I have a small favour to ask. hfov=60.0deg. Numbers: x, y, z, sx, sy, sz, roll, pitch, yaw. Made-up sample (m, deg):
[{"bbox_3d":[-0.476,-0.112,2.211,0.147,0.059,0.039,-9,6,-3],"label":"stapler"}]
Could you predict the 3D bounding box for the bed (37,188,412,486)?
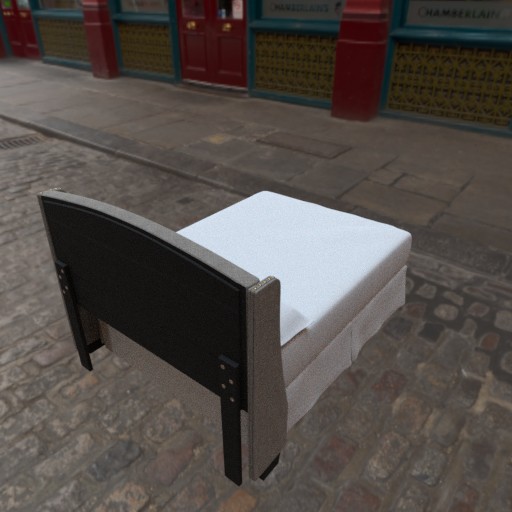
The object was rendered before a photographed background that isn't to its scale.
[{"bbox_3d":[0.000,0.000,3.285,1.710,1.407,2.237,22,36,33],"label":"bed"}]
